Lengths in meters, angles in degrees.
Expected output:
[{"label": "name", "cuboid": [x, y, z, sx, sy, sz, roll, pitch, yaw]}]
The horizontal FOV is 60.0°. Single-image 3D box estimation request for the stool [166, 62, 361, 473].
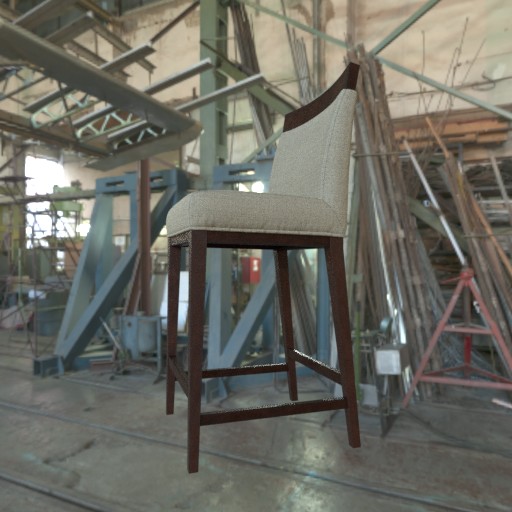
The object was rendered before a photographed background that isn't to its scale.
[{"label": "stool", "cuboid": [0.000, 0.000, 1.305, 0.480, 1.011, 0.463, 0, 0, -18]}]
